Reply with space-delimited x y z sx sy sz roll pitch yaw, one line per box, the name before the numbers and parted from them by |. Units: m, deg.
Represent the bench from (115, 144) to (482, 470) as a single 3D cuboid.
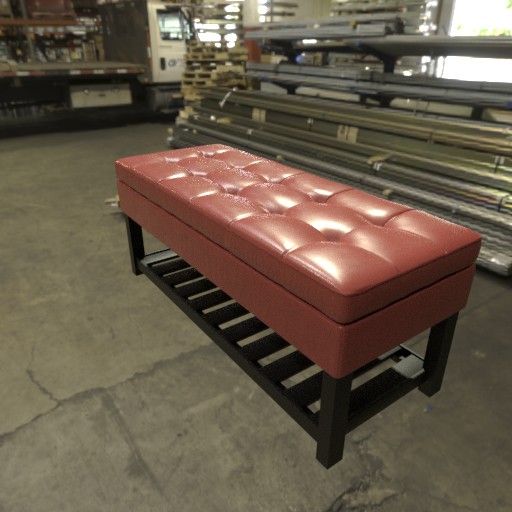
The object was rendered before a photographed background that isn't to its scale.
bench | 0.000 0.000 1.329 0.432 0.460 1.105 -18 32 -32
